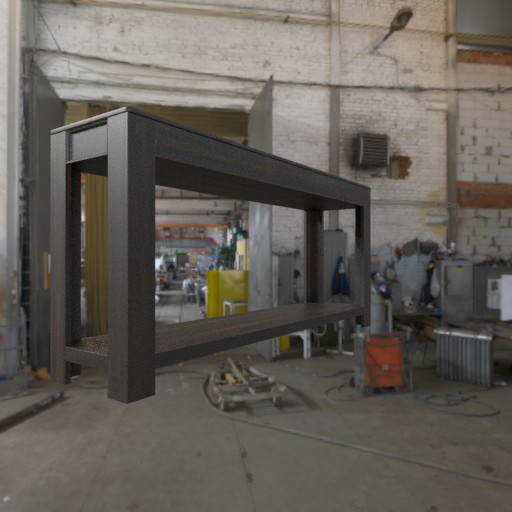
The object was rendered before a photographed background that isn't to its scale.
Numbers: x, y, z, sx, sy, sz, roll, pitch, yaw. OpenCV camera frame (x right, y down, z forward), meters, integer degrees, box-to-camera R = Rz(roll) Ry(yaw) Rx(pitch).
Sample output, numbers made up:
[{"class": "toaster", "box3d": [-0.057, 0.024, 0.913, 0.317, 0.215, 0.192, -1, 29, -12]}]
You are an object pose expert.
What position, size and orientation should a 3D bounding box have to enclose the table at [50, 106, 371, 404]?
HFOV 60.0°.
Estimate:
[{"class": "table", "box3d": [0.000, 0.000, 1.901, 0.384, 0.762, 1.631, 0, 0, 36]}]
